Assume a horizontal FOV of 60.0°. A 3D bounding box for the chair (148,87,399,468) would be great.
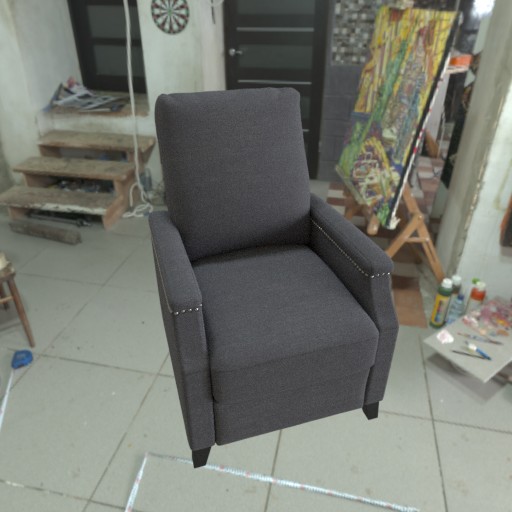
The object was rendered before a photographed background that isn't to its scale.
[{"bbox_3d":[0.000,0.000,1.626,0.710,1.049,0.922,-9,32,-15],"label":"chair"}]
